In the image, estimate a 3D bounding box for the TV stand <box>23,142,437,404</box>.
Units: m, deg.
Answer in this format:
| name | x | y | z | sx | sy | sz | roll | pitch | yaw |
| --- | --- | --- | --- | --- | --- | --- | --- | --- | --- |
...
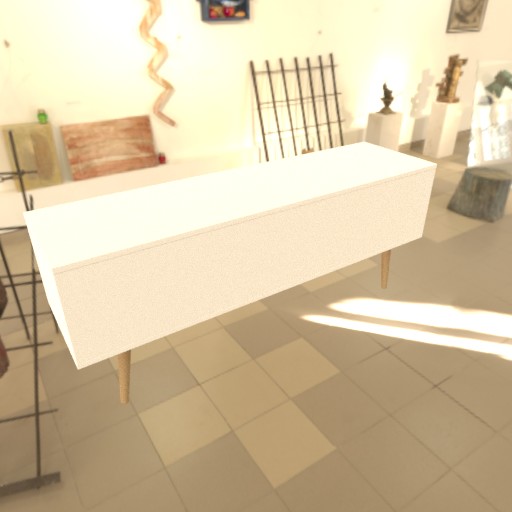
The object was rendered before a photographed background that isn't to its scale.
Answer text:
| name | x | y | z | sx | sy | sz | roll | pitch | yaw |
| --- | --- | --- | --- | --- | --- | --- | --- | --- | --- |
| TV stand | 0.000 | 0.000 | 1.641 | 1.398 | 0.560 | 0.401 | -18 | 34 | -29 |
